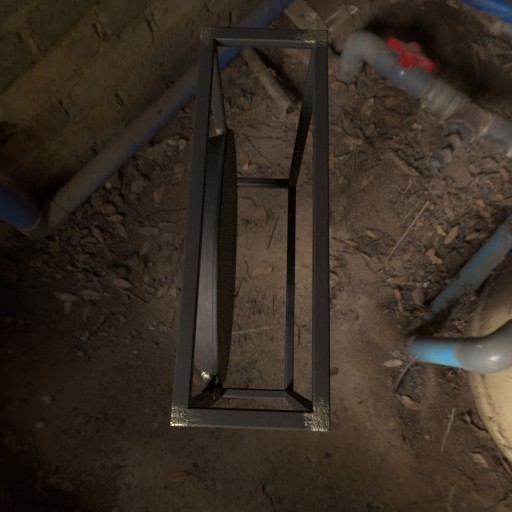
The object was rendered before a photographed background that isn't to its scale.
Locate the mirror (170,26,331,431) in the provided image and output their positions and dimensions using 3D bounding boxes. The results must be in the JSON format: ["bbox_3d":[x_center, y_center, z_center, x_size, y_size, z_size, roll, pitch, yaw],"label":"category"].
[{"bbox_3d":[0.000,0.000,0.470,0.107,0.303,0.306,2,76,0],"label":"mirror"}]
